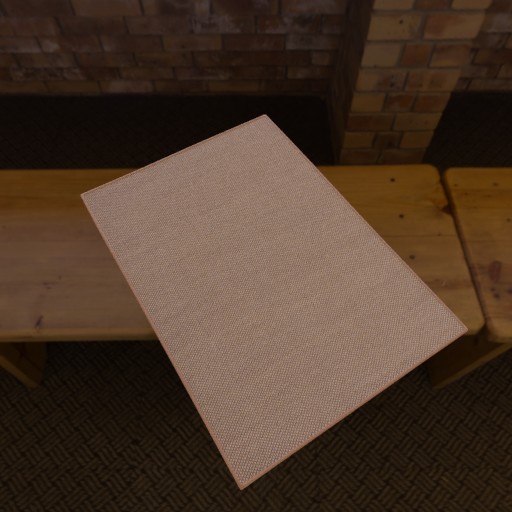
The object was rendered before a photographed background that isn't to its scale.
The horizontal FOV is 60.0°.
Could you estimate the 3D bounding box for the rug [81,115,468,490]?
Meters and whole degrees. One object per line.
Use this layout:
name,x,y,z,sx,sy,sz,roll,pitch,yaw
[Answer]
rug,0.000,0.000,2.786,1.524,0.013,2.134,-28,62,-16
